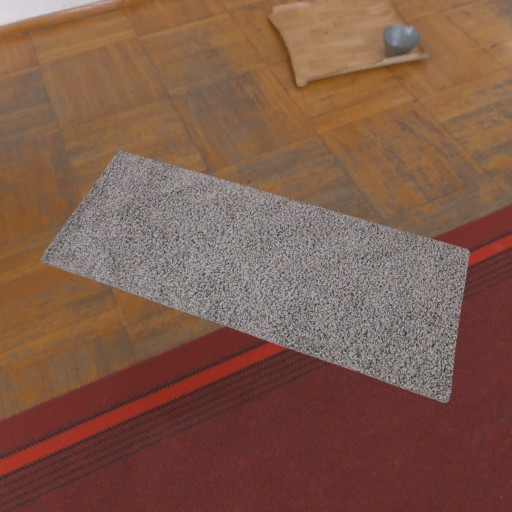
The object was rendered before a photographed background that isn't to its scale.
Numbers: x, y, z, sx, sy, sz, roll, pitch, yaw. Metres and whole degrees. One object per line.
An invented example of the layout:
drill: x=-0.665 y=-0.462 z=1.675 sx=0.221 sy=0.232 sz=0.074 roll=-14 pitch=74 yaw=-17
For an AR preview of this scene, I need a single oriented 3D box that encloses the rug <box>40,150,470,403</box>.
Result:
rug: x=0.000 y=0.000 z=1.690 sx=1.524 sy=0.030 sz=0.609 roll=17 pitch=60 yaw=10
